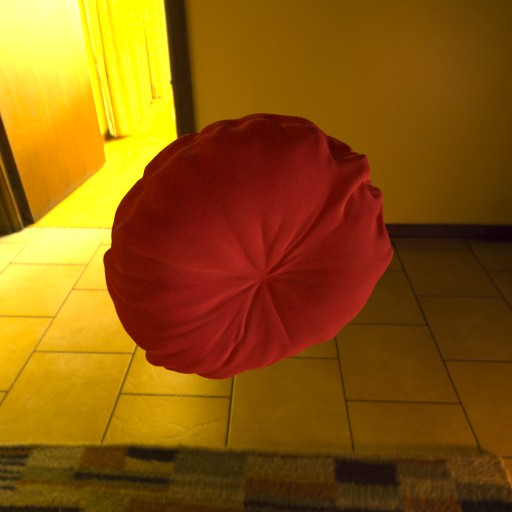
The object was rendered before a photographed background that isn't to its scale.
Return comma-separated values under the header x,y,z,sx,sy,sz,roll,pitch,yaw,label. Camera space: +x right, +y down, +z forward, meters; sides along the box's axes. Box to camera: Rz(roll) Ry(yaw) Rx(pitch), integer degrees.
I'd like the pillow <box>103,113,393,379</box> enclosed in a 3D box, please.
x,y,z,sx,sy,sz,roll,pitch,yaw,label
0.000,0.000,0.658,0.428,0.407,0.148,-10,35,-15,pillow
